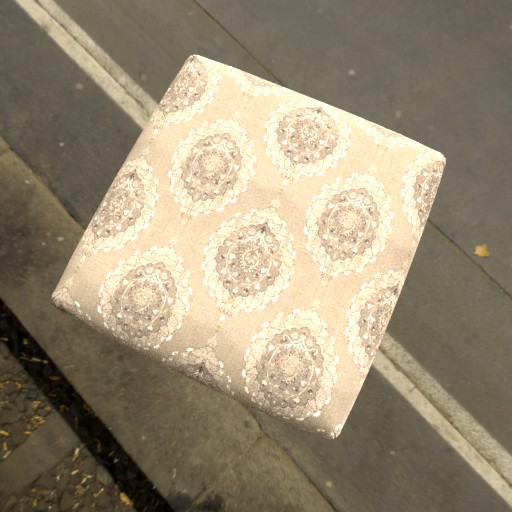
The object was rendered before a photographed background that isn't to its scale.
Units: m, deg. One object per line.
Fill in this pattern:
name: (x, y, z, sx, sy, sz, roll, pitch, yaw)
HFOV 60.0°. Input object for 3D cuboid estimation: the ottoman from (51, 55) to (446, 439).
ottoman: (0.000, 0.000, 0.894, 0.497, 0.473, 0.507, 25, 77, 6)
